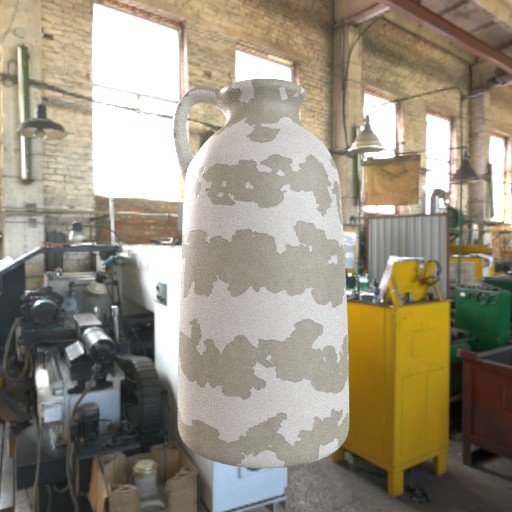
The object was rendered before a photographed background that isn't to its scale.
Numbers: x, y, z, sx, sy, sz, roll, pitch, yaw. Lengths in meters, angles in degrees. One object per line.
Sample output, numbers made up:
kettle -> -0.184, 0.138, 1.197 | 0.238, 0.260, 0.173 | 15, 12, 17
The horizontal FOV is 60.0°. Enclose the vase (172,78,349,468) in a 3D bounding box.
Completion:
vase -> 0.000, 0.000, 0.486 | 0.203, 0.382, 0.186 | 1, 2, 18
